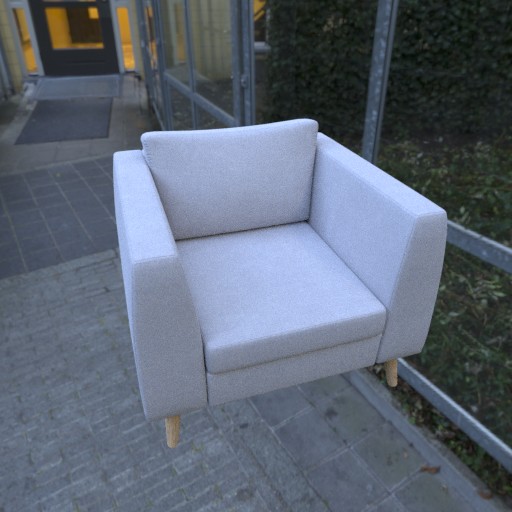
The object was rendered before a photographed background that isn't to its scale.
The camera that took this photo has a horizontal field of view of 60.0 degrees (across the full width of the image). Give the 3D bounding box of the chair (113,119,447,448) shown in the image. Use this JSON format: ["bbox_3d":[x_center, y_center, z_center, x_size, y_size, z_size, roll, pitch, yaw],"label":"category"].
[{"bbox_3d":[0.000,0.000,1.717,1.000,0.860,0.930,-10,33,-15],"label":"chair"}]
